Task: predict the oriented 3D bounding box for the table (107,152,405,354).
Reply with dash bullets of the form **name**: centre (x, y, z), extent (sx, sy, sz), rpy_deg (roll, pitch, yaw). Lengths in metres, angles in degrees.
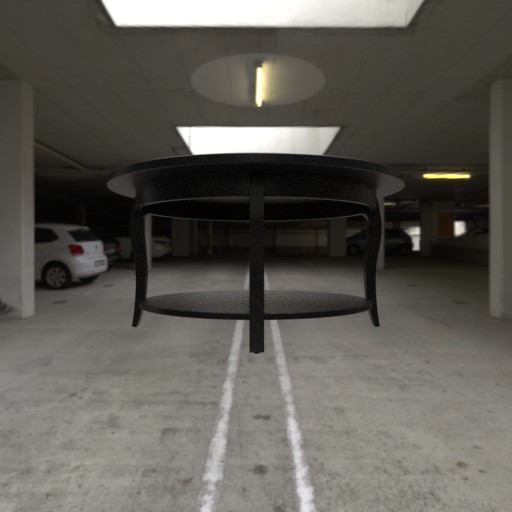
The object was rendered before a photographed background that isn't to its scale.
- **table**: centre (0.000, 0.000, 1.431), extent (0.914, 0.457, 0.914), rpy_deg (0, 0, 0)
